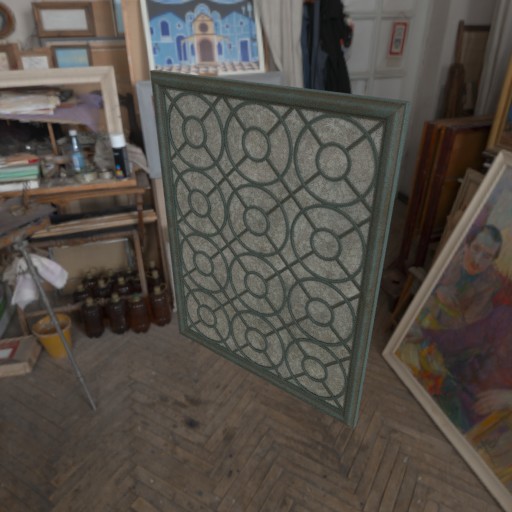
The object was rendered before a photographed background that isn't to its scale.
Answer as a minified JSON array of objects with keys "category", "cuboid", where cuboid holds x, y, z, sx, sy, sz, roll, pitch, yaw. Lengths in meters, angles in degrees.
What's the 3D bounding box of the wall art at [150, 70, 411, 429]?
[{"category":"wall art","cuboid":[0.000,0.000,1.339,0.767,0.983,0.030,21,36,31]}]
